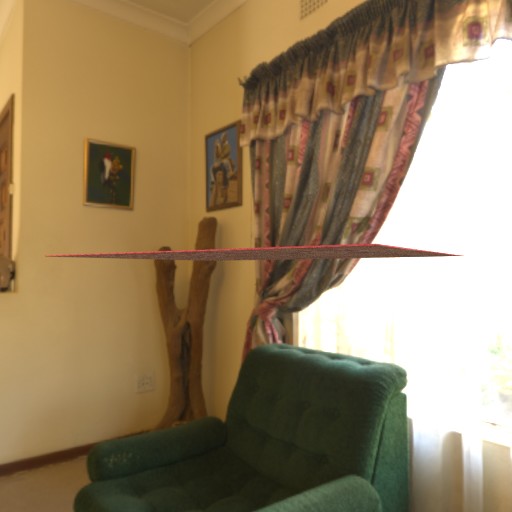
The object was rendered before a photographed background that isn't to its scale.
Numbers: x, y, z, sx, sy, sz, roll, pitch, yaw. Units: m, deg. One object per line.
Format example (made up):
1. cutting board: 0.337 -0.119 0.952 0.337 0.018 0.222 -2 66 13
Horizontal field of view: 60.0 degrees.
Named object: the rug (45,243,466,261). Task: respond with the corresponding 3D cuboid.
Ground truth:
1. rug: 0.000 0.000 4.286 3.306 0.011 2.389 -1 -2 36
